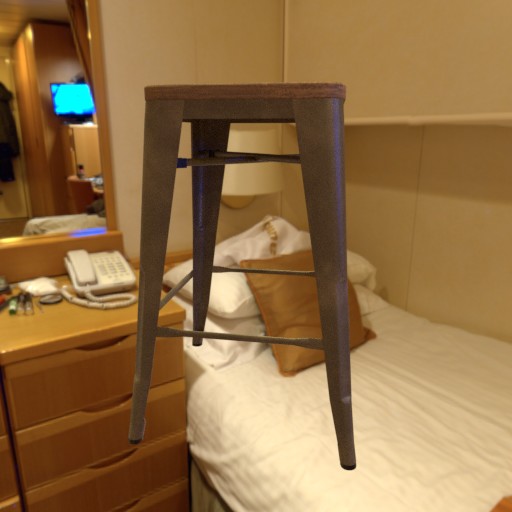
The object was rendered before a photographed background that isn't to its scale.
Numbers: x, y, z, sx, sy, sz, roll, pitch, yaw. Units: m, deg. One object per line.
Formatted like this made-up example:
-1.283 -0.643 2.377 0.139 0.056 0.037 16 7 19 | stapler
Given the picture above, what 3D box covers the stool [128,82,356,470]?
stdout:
0.000 0.000 0.876 0.407 0.607 0.407 3 16 9 | stool
